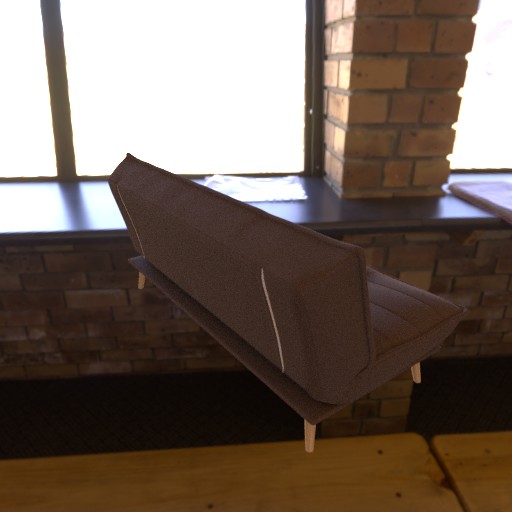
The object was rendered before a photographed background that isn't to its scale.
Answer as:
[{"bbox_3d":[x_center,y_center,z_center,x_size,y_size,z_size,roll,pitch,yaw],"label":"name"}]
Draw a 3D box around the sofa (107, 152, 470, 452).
[{"bbox_3d":[0.000,0.000,2.395,0.950,0.890,1.940,-16,29,-33],"label":"sofa"}]
